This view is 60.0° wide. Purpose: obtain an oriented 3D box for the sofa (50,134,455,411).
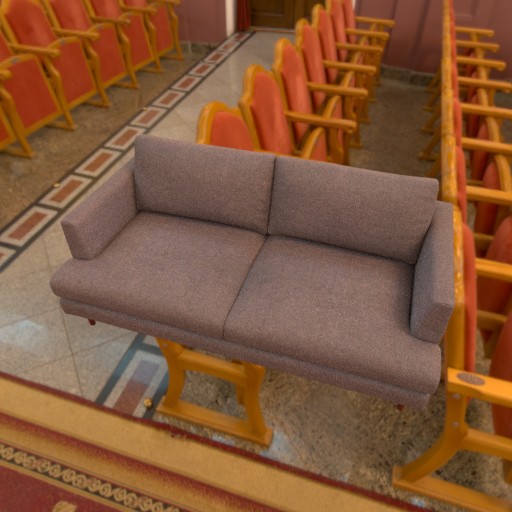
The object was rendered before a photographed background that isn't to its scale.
[{"bbox_3d":[0.000,0.000,2.415,1.948,0.868,1.020,12,42,14],"label":"sofa"}]
